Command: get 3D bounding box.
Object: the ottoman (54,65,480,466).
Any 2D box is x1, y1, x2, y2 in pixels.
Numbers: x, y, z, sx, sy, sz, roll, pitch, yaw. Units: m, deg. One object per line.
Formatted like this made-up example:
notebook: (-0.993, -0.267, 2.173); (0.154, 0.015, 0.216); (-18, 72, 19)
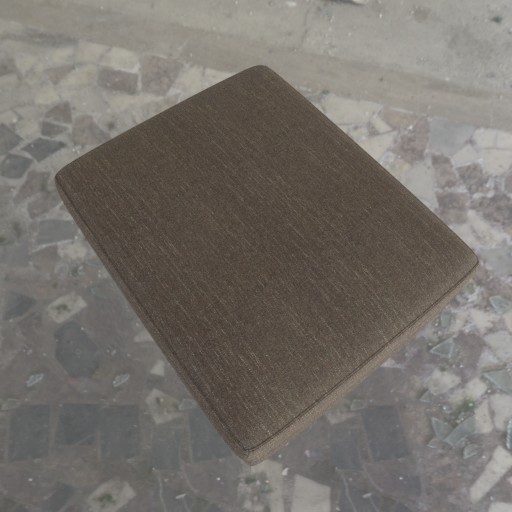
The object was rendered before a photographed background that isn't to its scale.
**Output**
ottoman: (0.000, 0.000, 1.182); (0.671, 0.490, 0.820); (-34, 68, -16)
